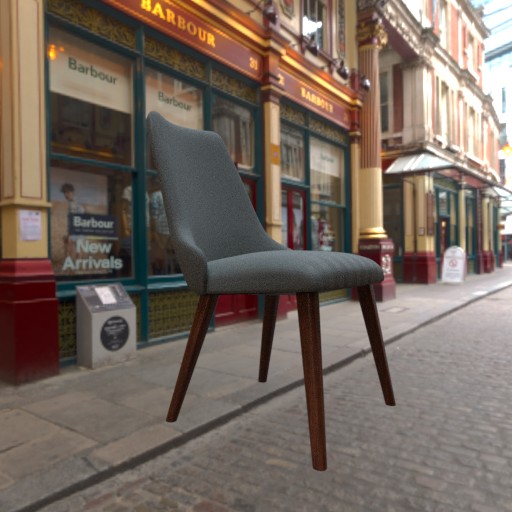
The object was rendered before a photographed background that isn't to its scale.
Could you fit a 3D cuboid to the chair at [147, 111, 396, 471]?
[{"bbox_3d":[0.000,0.000,1.353,0.707,0.918,0.535,0,0,35],"label":"chair"}]
